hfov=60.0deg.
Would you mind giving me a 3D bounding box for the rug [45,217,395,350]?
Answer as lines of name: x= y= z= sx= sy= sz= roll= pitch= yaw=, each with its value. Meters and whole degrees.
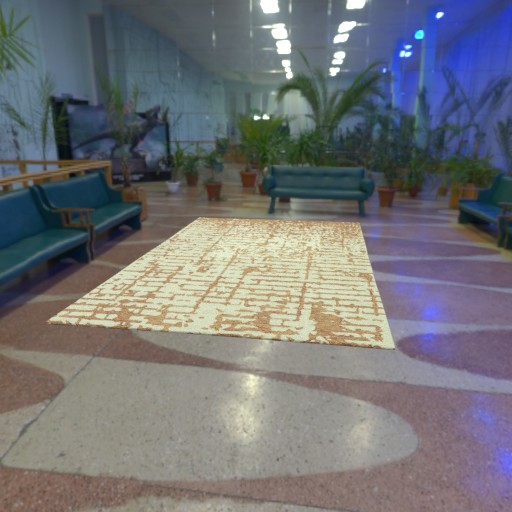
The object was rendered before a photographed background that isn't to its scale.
rug: x=0.000 y=0.000 z=3.019 sx=1.517 sy=0.011 sz=2.435 roll=3 pitch=16 yaw=9
